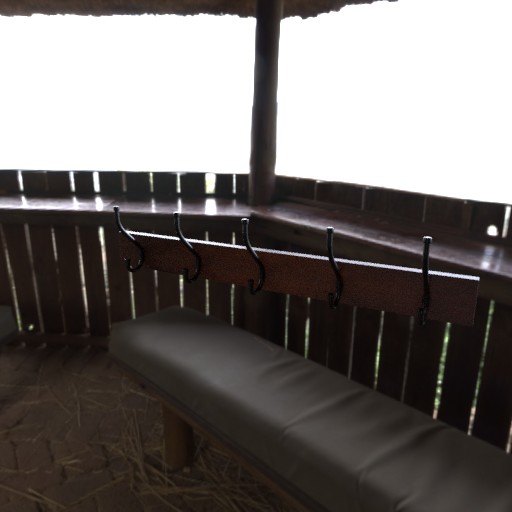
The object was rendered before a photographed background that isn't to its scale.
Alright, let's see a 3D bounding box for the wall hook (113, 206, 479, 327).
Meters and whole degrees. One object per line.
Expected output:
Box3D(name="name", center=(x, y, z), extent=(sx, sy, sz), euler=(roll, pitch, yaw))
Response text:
Box3D(name="wall hook", center=(0.000, 0.000, 0.633), extent=(0.571, 0.117, 0.071), euler=(8, 17, 27))
